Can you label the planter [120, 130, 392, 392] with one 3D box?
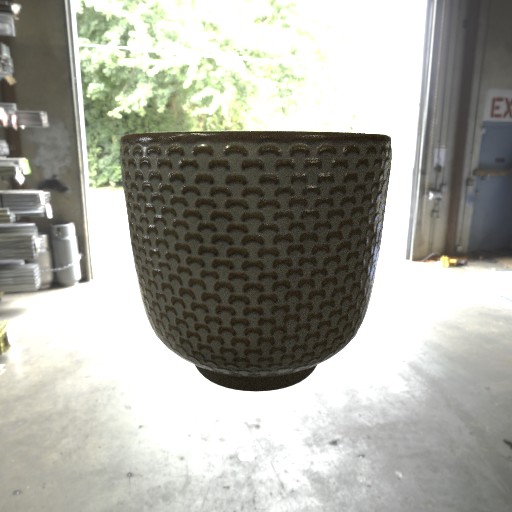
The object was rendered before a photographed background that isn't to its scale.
[{"bbox_3d":[0.000,0.000,0.248,0.139,0.130,0.139,0,13,0],"label":"planter"}]
